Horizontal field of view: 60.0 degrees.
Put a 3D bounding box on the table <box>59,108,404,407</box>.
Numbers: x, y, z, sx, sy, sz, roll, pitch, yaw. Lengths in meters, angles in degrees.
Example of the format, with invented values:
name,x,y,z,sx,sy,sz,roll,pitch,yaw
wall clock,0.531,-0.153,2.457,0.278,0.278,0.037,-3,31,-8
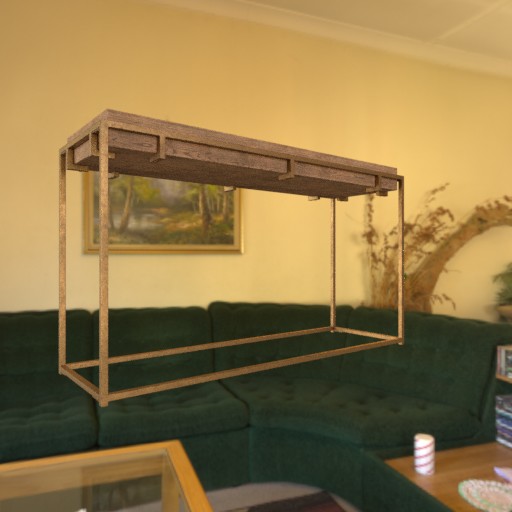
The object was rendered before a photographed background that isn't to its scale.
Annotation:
name,x,y,z,sx,sy,sz,roll,pitch,yaw
table,0.000,0.000,1.802,1.400,0.820,0.440,0,0,-38
